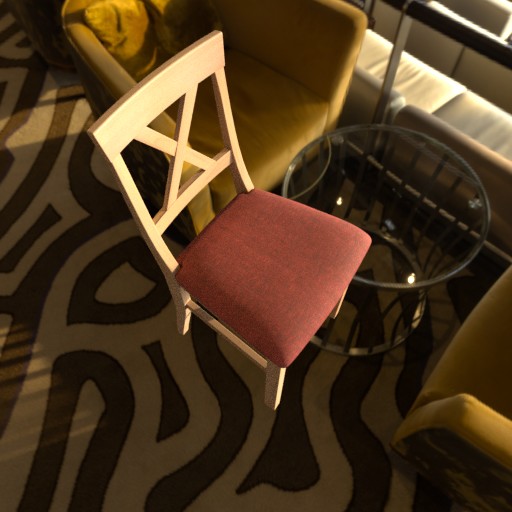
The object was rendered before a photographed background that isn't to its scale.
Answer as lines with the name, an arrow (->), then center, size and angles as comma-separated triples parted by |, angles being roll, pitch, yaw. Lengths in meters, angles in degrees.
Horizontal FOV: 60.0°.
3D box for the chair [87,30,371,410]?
chair -> 0.000, 0.000, 1.173 | 0.492, 0.912, 0.439 | 31, 63, 17
